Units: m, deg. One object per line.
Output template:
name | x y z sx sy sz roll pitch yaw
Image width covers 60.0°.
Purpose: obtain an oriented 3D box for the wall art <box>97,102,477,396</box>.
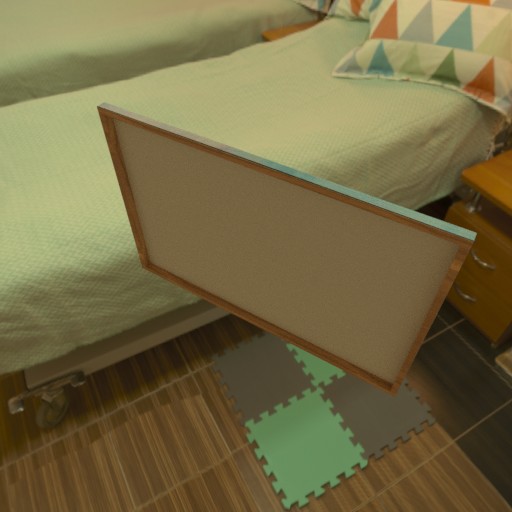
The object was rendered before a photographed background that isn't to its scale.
wall art | 0.000 0.000 0.775 0.604 0.402 0.018 24 51 21
